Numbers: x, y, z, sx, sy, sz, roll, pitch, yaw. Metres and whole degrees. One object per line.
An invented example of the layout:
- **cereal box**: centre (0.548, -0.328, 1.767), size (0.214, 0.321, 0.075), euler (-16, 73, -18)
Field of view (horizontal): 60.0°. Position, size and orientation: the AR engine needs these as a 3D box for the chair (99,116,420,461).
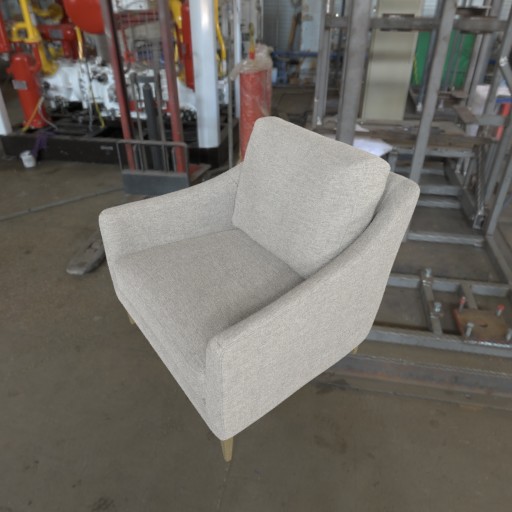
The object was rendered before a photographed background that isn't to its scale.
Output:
- **chair**: centre (0.000, 0.000, 1.786), size (0.961, 0.902, 0.986), euler (-21, 38, -29)
